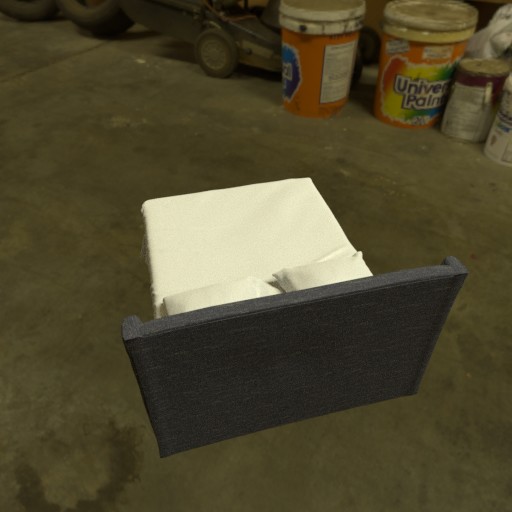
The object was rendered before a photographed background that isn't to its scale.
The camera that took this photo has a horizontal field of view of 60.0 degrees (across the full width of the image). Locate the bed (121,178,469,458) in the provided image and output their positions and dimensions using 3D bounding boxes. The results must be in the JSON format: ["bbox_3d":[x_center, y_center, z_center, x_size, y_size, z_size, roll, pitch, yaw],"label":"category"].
[{"bbox_3d":[0.000,0.000,3.541,1.925,1.332,2.276,-10,43,-11],"label":"bed"}]
